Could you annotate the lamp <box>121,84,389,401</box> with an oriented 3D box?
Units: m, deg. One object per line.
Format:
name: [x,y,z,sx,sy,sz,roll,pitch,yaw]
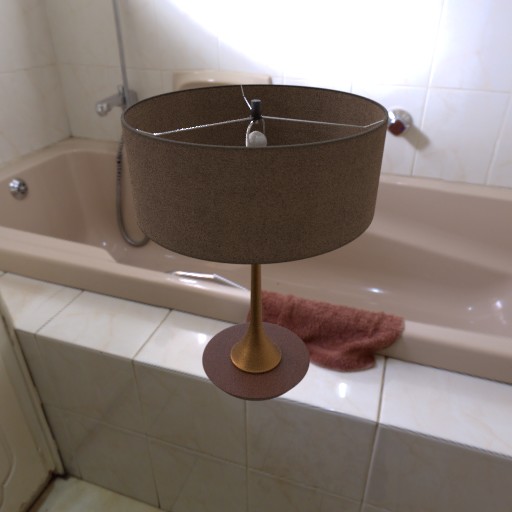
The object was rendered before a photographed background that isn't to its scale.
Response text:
lamp: [0.000,0.000,0.817,0.396,0.551,0.417,11,32,18]
